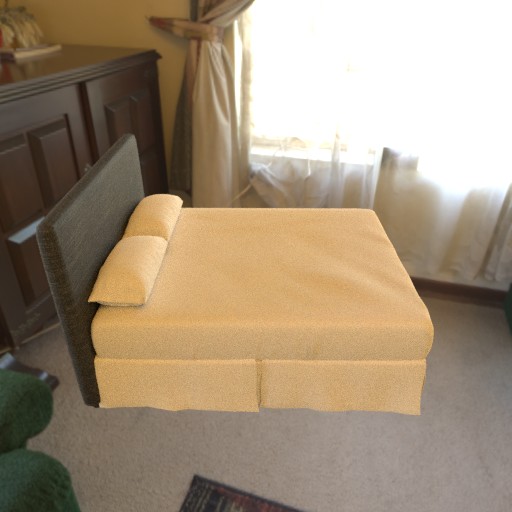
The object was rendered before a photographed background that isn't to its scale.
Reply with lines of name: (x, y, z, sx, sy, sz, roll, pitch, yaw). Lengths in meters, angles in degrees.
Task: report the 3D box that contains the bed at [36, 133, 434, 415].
bed: (0.000, 0.000, 3.156, 2.142, 1.330, 1.723, 0, 31, 0)
